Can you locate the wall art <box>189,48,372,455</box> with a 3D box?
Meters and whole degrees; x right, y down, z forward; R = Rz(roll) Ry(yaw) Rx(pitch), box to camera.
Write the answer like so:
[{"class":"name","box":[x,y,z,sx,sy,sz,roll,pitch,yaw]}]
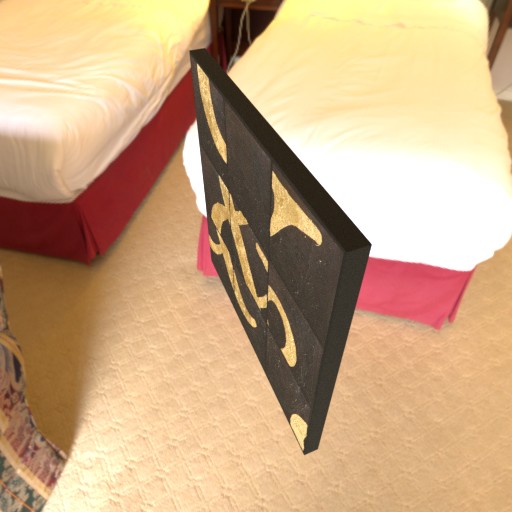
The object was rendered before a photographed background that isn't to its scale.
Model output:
[{"class":"wall art","box":[0.000,0.000,1.133,0.044,0.758,0.758,-17,48,-15]}]
